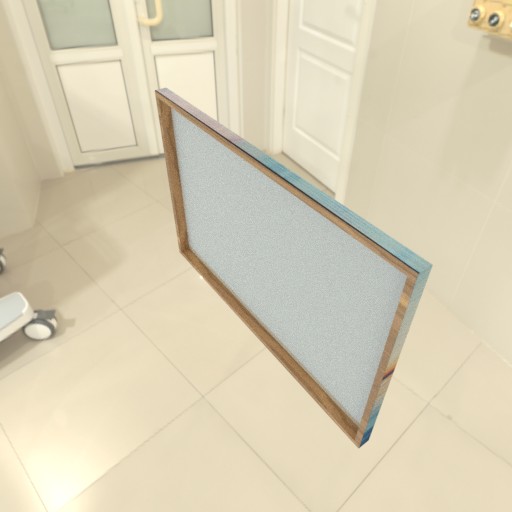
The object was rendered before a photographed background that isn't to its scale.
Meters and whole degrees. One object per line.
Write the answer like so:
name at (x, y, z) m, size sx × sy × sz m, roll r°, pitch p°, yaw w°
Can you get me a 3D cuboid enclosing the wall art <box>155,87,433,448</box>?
wall art at (0.000, 0.000, 1.177) m, size 0.037 × 0.605 × 0.911 m, roll -26°, pitch 48°, yaw -26°
